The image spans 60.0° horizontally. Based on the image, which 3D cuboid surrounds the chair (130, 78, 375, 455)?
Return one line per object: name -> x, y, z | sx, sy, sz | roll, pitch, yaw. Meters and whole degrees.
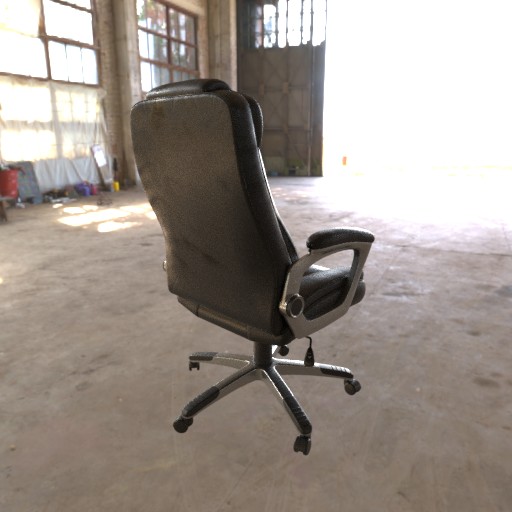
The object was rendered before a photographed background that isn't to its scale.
chair -> 0.000, 0.000, 1.521 | 0.689, 1.075, 0.697 | -14, 20, -43
